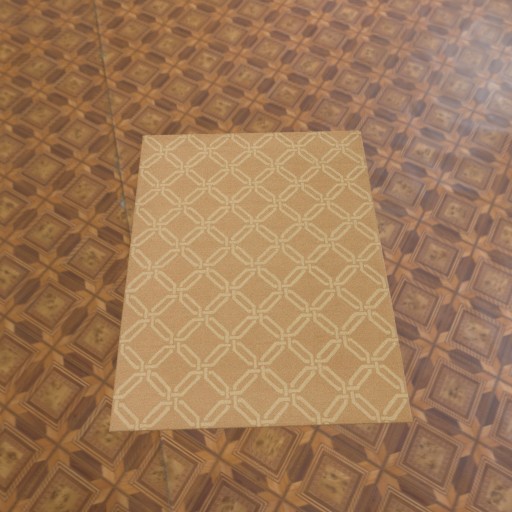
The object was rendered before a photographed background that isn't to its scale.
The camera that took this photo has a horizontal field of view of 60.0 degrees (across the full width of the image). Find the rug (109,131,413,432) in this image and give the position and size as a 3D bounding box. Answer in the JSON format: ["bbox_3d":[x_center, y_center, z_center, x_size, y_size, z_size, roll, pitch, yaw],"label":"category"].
[{"bbox_3d":[0.000,0.000,3.992,2.288,0.018,2.895,-1,63,-1],"label":"rug"}]
